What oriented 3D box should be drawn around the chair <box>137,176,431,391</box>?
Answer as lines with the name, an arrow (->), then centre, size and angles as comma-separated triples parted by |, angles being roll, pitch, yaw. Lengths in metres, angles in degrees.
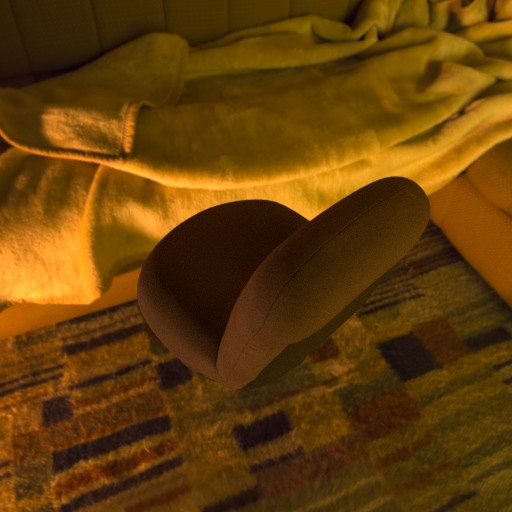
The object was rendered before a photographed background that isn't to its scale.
chair -> 0.000, 0.000, 1.036 | 0.521, 0.594, 0.597 | -34, 57, -27
